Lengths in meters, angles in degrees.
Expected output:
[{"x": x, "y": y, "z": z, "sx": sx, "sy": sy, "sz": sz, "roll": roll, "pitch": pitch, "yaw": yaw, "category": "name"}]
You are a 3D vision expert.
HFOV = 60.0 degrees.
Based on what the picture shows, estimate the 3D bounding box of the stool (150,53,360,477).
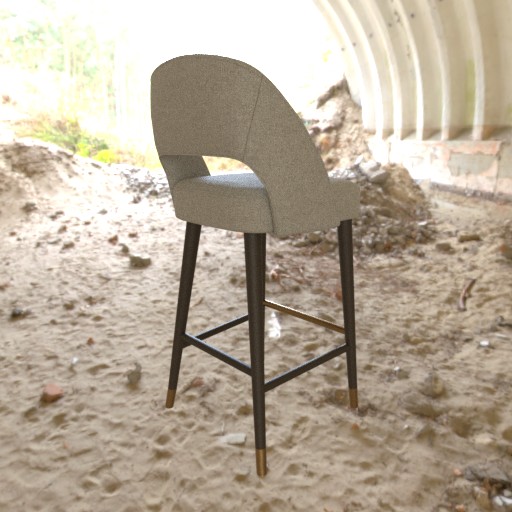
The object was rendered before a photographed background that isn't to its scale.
[{"x": 0.000, "y": 0.000, "z": 1.309, "sx": 0.509, "sy": 1.037, "sz": 0.494, "roll": -14, "pitch": 20, "yaw": -43, "category": "stool"}]
